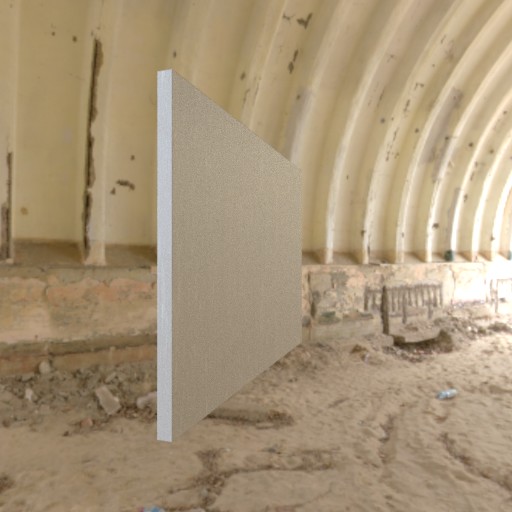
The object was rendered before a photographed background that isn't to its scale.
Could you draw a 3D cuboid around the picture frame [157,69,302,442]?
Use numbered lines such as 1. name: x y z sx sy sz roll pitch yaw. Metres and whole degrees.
1. picture frame: 0.000 0.000 1.212 0.029 0.640 0.950 0 0 19
